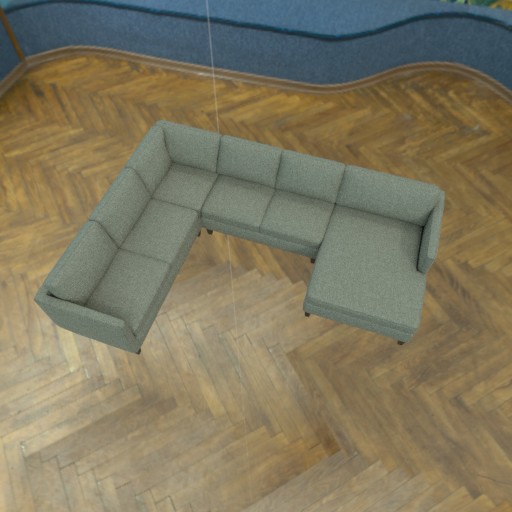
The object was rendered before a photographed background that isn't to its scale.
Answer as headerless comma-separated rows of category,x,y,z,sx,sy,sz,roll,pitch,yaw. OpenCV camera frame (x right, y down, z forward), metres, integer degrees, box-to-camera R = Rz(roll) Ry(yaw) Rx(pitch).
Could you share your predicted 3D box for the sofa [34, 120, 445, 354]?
sofa,0.000,0.000,4.518,3.403,0.889,2.551,16,58,10
